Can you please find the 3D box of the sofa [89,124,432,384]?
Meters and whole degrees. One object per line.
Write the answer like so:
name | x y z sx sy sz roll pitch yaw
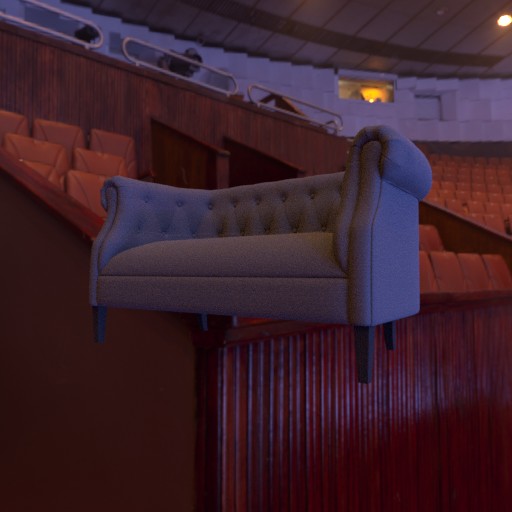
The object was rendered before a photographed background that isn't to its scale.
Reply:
sofa | 0.000 0.000 2.064 1.558 0.827 0.835 -1 -2 35
